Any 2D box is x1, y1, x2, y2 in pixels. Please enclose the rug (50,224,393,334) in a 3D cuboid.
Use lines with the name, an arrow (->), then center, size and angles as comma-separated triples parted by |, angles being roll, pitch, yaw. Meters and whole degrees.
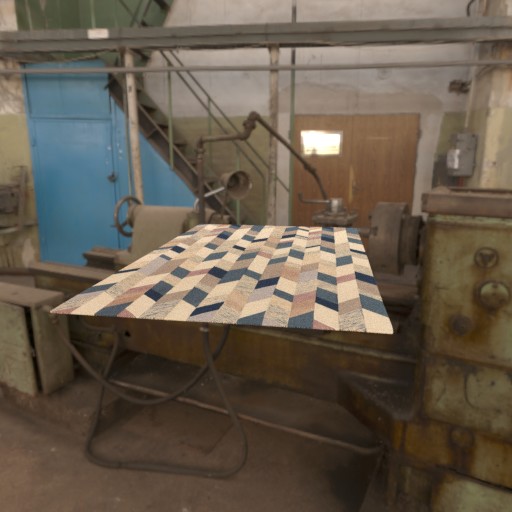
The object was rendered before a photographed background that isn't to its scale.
rug -> 0.000, 0.000, 3.057 | 1.513, 0.008, 2.423 | 2, 14, 9
